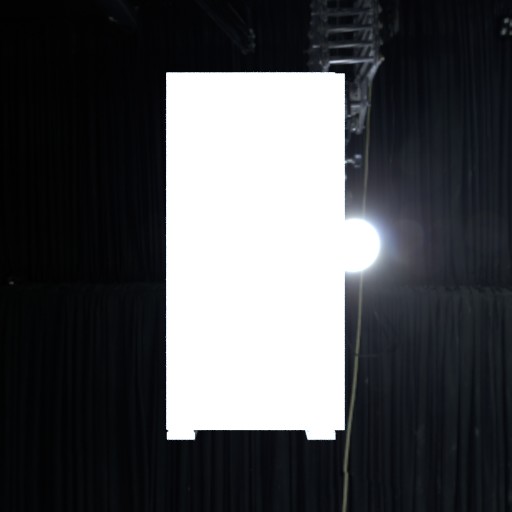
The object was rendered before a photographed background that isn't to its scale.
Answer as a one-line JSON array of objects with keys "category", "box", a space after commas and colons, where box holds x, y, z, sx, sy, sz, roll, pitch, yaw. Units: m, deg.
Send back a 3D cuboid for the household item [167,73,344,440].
[{"category": "household item", "box": [0.000, 0.000, 1.698, 0.420, 0.867, 1.300, 0, 0, 0]}]
